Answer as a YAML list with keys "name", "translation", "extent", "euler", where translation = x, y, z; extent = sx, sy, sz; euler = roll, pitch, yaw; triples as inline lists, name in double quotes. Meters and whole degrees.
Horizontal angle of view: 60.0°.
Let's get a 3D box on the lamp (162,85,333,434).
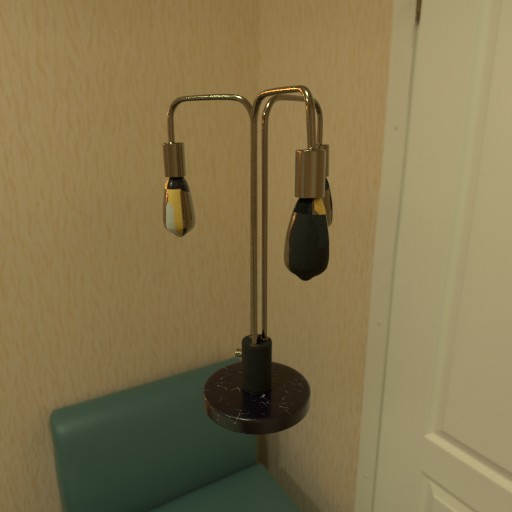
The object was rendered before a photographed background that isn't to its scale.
- name: "lamp"
  translation: [0.000, 0.000, 0.812]
  extent: [0.368, 0.560, 0.355]
  euler: [8, 18, 26]
